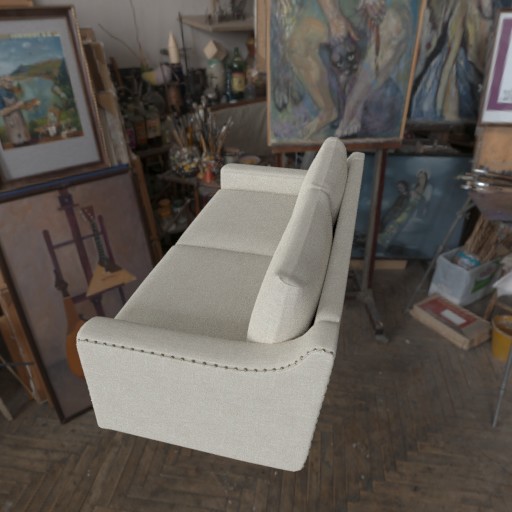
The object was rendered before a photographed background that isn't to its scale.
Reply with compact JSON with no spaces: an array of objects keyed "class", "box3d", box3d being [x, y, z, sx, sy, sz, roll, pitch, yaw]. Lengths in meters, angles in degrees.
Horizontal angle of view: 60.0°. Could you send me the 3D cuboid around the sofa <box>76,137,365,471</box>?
[{"class":"sofa","box3d":[0.000,0.000,2.658,1.104,0.983,2.107,8,33,12]}]
